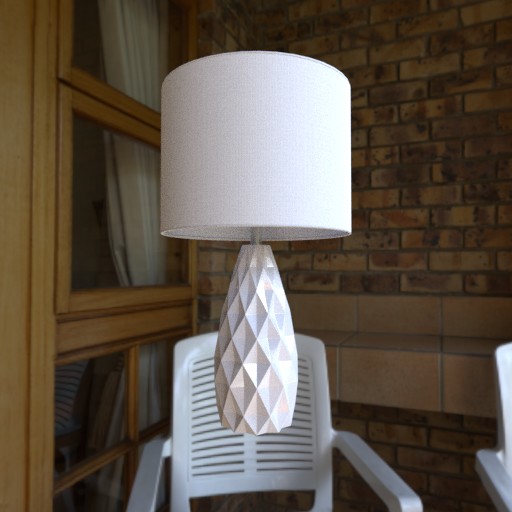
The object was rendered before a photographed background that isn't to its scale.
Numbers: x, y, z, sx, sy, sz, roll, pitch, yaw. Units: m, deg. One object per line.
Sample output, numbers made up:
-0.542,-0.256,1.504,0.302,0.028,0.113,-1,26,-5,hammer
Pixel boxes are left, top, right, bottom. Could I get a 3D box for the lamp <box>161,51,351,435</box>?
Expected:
0.000,0.000,0.704,0.297,0.522,0.297,0,-2,0,lamp
